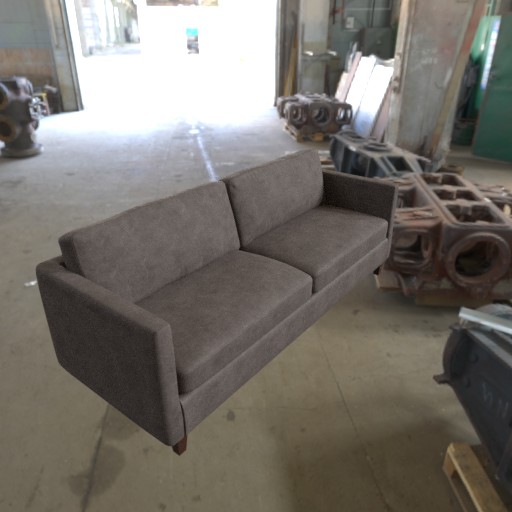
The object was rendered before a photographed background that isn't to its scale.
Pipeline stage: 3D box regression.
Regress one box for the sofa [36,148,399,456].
[{"bbox_3d":[0.000,0.000,2.909,0.951,0.965,2.434,19,33,33],"label":"sofa"}]
